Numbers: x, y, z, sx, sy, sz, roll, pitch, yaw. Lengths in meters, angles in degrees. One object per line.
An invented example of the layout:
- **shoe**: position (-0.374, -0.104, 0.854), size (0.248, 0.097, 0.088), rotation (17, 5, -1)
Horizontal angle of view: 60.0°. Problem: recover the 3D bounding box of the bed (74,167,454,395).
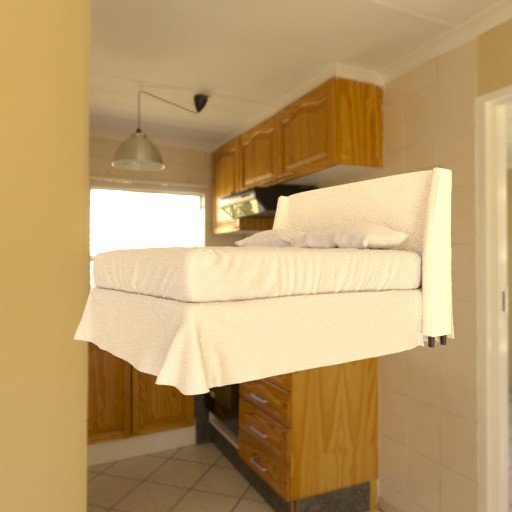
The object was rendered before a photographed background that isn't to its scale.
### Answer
- **bed**: position (0.000, 0.000, 3.412), size (2.276, 1.332, 1.925), rotation (0, -1, -36)
